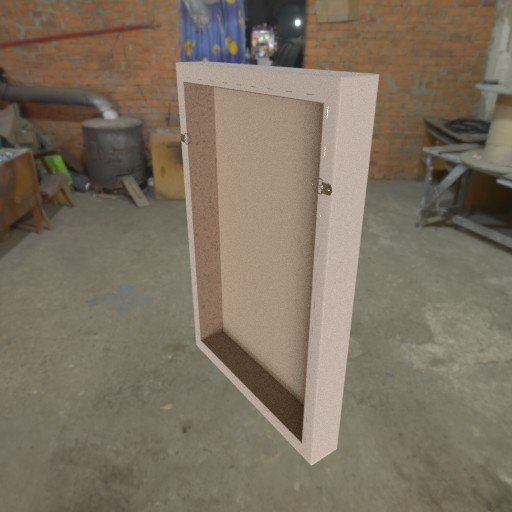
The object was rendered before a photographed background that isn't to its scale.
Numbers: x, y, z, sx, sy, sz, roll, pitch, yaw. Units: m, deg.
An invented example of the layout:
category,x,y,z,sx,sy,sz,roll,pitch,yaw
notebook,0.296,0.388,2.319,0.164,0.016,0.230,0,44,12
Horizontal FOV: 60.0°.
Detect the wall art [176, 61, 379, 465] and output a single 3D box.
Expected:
category,x,y,z,sx,sy,sz,roll,pitch,yaw
wall art,0.000,0.000,0.485,0.039,0.381,0.252,-17,31,-31
